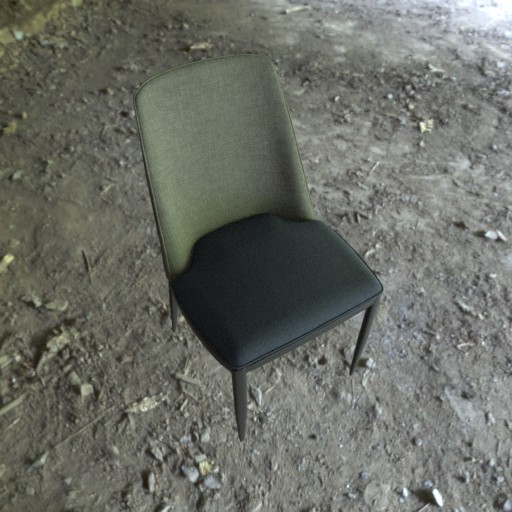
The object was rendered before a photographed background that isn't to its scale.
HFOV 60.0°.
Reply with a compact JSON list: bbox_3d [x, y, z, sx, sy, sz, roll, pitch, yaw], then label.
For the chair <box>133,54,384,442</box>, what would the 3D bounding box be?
[{"bbox_3d":[0.000,0.000,1.186,0.488,0.855,0.550,-24,50,-21],"label":"chair"}]
